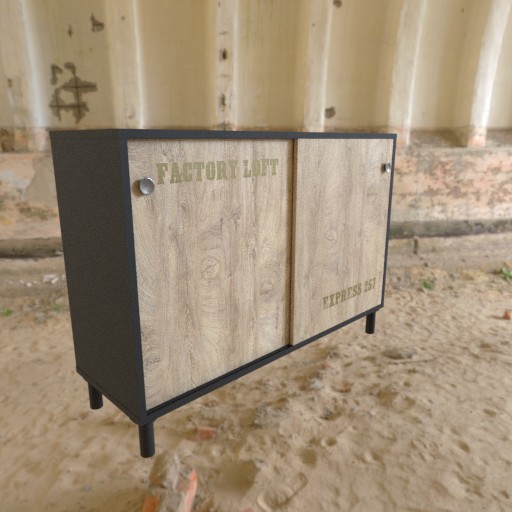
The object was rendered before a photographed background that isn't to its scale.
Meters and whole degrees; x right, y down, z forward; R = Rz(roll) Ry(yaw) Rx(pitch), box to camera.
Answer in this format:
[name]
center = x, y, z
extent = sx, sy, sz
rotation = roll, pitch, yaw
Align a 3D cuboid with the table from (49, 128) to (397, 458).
[table]
center = 0.000, 0.000, 1.593
extent = 1.200, 0.855, 0.400
rotation = -14, 20, -43
